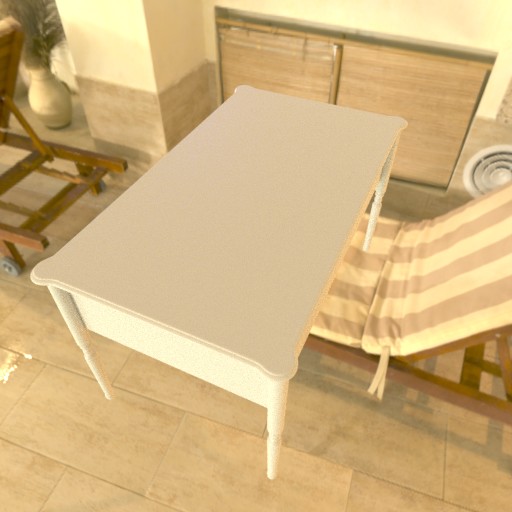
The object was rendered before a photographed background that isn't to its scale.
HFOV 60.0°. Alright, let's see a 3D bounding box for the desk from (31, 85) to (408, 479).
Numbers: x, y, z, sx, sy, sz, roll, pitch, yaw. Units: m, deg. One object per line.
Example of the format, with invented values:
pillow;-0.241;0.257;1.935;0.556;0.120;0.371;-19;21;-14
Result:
desk;0.000;0.000;1.834;0.807;0.762;1.380;18;48;17
